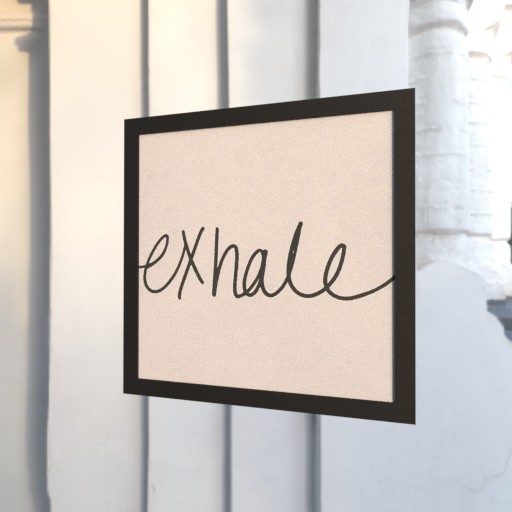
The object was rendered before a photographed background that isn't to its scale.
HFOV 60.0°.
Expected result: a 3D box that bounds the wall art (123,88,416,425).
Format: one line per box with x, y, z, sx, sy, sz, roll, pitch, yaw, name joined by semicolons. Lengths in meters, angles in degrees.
0.000;0.000;0.528;0.358;0.357;0.012;0;0;18;wall art
